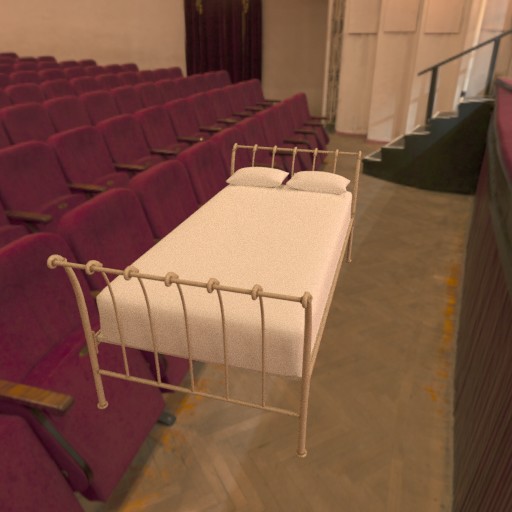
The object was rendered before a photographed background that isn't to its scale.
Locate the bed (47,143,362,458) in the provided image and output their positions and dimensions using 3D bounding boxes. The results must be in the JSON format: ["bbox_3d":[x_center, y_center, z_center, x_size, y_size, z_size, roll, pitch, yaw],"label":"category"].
[{"bbox_3d":[0.000,0.000,2.691,1.032,0.873,2.228,7,27,15],"label":"bed"}]
